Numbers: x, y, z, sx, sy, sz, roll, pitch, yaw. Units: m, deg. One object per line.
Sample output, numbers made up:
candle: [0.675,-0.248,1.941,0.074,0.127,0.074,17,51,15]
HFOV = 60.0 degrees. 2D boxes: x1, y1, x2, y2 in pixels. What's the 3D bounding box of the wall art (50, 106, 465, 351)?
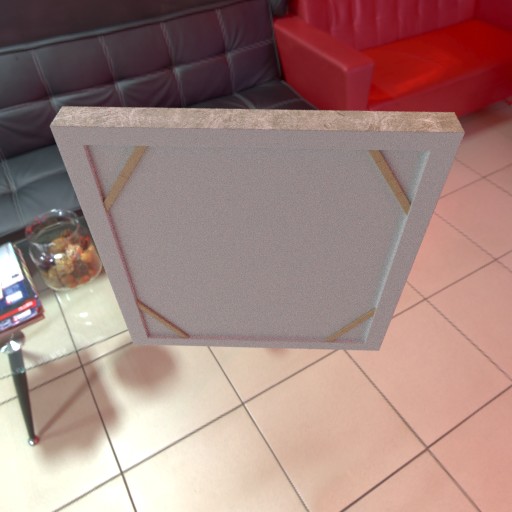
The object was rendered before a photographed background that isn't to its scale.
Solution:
wall art: [0.000,0.000,0.595,0.405,0.407,0.038,1,47,1]
